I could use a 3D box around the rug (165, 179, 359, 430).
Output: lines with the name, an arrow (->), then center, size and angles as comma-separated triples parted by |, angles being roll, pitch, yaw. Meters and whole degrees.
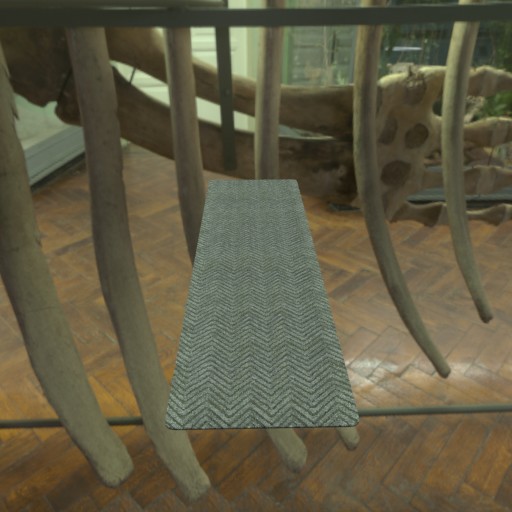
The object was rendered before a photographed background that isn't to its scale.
rug -> 0.000, 0.000, 2.513 | 0.686, 0.008, 2.286 | -1, 31, -1
